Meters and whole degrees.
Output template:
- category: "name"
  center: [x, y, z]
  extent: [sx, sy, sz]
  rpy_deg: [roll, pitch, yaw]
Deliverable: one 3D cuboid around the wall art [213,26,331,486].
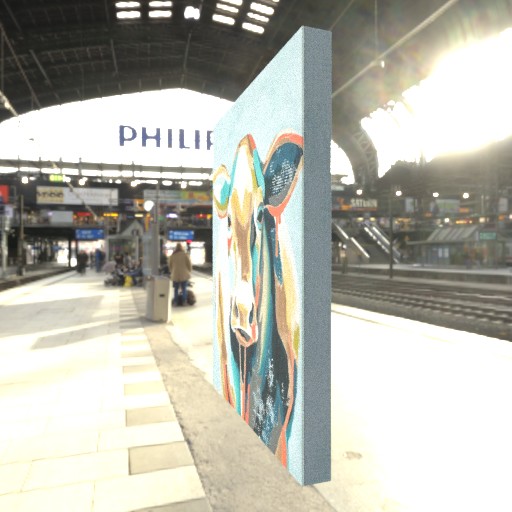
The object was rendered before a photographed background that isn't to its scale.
- category: "wall art"
  center: [0.000, 0.000, 0.688]
  extent: [0.037, 0.509, 0.409]
  rpy_deg: [0, 0, -19]
